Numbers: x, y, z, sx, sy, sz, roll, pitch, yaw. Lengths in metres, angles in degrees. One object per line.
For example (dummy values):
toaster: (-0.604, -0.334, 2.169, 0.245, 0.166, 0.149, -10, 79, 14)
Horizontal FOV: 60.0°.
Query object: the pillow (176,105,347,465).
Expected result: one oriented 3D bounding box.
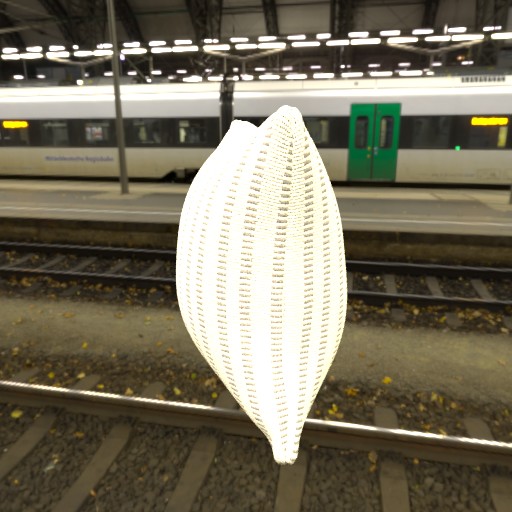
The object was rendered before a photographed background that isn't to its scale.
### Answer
pillow: (0.000, 0.000, 0.688, 0.247, 0.419, 0.438, -3, 15, -9)
